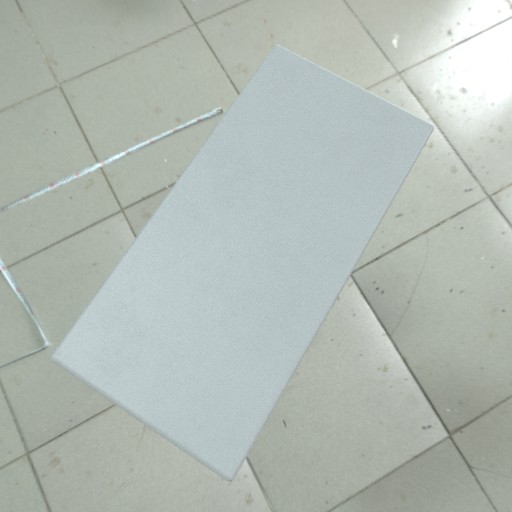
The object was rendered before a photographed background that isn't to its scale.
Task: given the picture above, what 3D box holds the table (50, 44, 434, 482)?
[{"bbox_3d":[0.000,0.000,1.497,0.580,0.487,1.171,31,77,8],"label":"table"}]
